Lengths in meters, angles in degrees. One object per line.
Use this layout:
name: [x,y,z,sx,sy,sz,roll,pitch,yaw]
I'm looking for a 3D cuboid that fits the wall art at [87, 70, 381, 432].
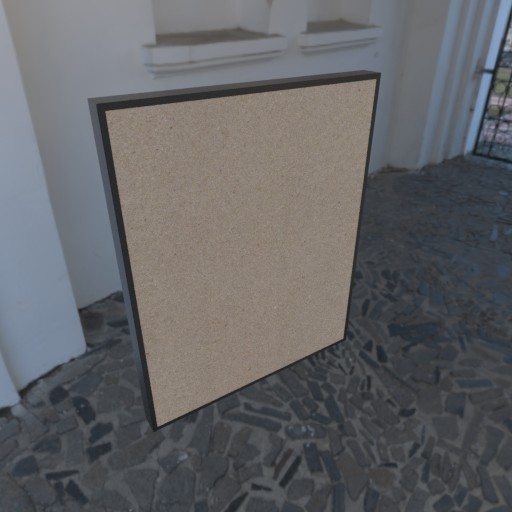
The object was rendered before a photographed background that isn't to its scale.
wall art: [0.000,0.000,0.751,0.448,0.551,0.038,-18,35,-28]
